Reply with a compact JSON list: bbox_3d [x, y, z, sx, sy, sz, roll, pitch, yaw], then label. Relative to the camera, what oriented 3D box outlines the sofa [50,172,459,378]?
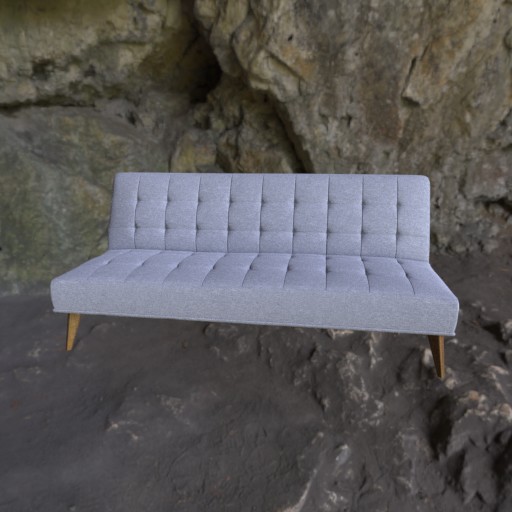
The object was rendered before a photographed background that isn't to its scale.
[{"bbox_3d":[0.000,0.000,2.298,1.800,0.810,0.860,2,14,8],"label":"sofa"}]
